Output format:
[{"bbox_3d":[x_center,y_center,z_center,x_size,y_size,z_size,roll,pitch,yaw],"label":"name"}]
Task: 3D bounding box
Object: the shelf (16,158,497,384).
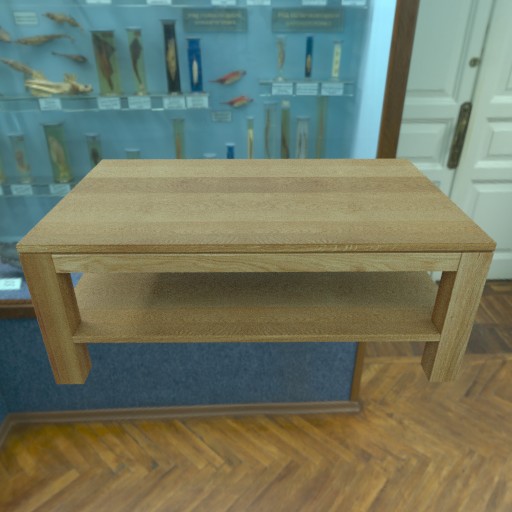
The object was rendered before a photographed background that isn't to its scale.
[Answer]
[{"bbox_3d":[0.000,0.000,1.472,1.150,0.450,0.700,0,29,0],"label":"shelf"}]
